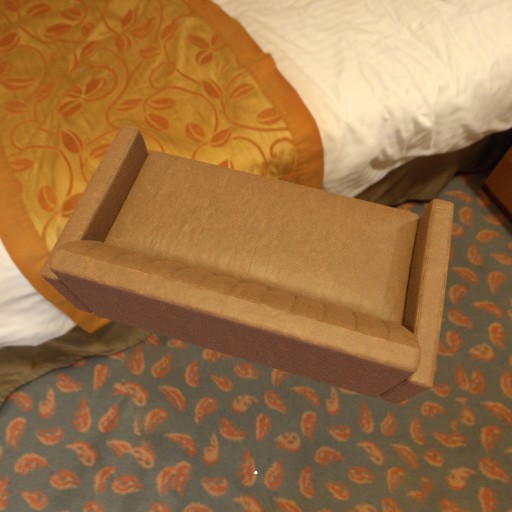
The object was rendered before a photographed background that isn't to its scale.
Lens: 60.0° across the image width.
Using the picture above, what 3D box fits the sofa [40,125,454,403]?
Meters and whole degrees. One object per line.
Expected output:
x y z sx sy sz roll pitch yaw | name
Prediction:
0.000 0.000 2.366 1.847 0.821 0.993 15 65 7 | sofa
